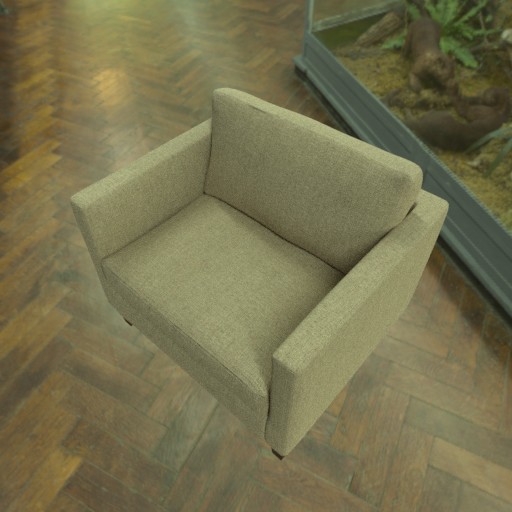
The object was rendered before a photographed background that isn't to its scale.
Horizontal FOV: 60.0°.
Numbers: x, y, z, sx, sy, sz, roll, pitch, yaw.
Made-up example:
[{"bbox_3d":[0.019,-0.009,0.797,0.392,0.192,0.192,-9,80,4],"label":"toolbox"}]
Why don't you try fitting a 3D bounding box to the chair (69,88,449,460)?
[{"bbox_3d":[0.000,0.000,1.832,1.107,0.987,0.959,33,56,27],"label":"chair"}]
